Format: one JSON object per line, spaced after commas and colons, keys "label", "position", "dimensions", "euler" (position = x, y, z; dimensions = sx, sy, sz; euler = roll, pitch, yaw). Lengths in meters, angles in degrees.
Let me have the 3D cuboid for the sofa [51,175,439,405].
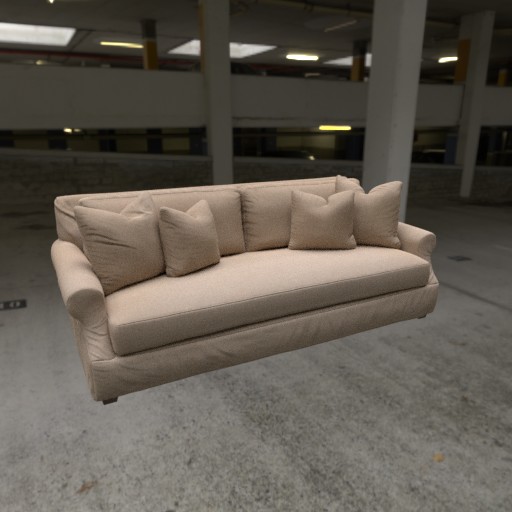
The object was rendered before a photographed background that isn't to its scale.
{"label": "sofa", "position": [0.000, 0.000, 2.772], "dimensions": [2.285, 0.904, 1.067], "euler": [-9, 19, -26]}
